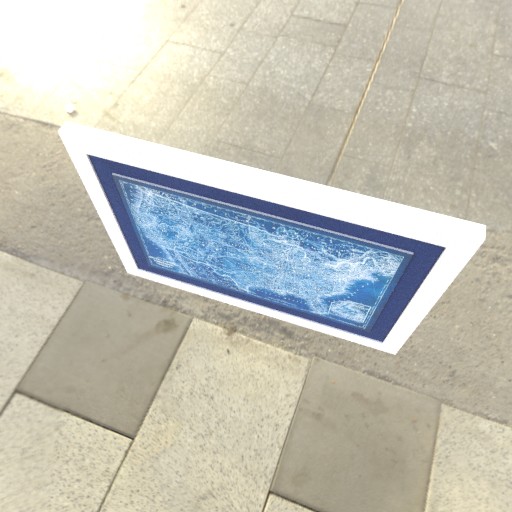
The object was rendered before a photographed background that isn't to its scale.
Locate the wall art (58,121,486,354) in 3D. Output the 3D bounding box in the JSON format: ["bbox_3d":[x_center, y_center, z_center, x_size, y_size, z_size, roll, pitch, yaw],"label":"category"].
[{"bbox_3d":[0.000,0.000,1.689,1.308,0.902,0.051,16,59,10],"label":"wall art"}]
